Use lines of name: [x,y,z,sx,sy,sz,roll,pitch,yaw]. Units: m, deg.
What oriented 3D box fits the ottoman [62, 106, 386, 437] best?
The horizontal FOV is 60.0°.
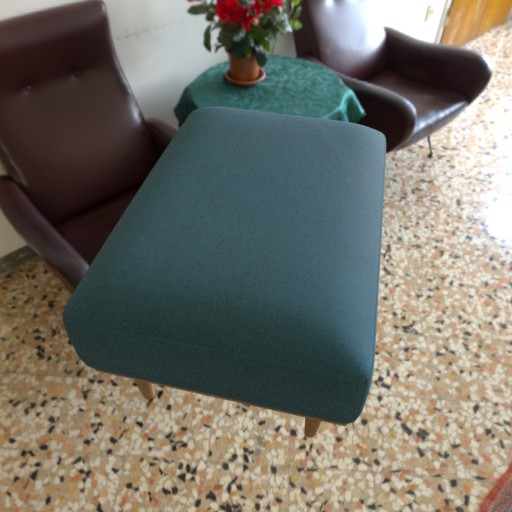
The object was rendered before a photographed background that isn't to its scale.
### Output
ottoman: [0.000,0.000,1.066,0.549,0.428,0.749,10,48,9]
